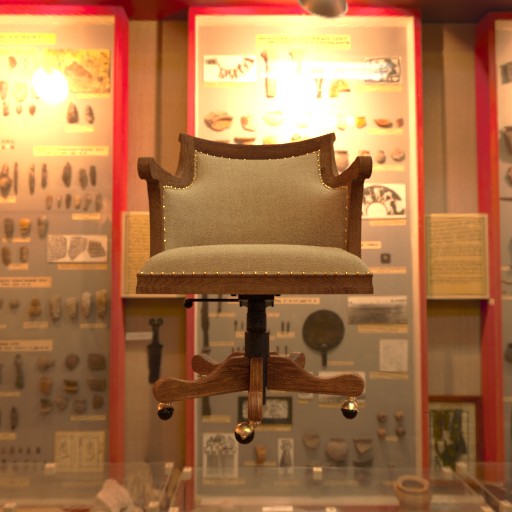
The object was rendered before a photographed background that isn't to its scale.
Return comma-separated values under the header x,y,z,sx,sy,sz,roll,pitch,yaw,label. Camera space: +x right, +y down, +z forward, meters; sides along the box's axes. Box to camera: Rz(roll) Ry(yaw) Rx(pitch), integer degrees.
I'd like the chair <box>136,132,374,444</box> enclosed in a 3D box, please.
x,y,z,sx,sy,sz,roll,pitch,yaw,label
0.000,0.000,1.435,0.656,0.965,0.689,0,-2,1,chair
